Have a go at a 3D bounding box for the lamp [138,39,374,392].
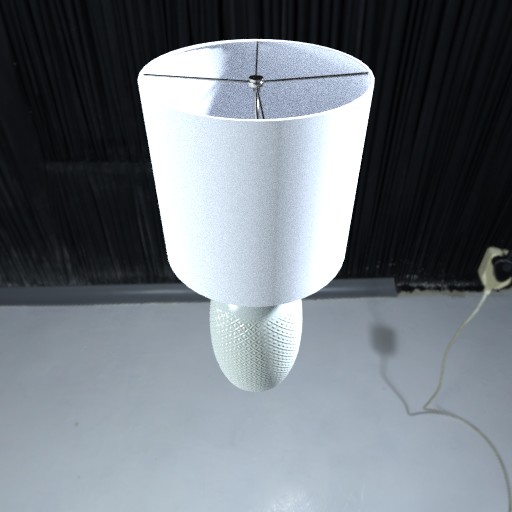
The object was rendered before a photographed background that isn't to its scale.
[{"bbox_3d":[0.000,0.000,0.561,0.217,0.453,0.217,-1,41,-1],"label":"lamp"}]
